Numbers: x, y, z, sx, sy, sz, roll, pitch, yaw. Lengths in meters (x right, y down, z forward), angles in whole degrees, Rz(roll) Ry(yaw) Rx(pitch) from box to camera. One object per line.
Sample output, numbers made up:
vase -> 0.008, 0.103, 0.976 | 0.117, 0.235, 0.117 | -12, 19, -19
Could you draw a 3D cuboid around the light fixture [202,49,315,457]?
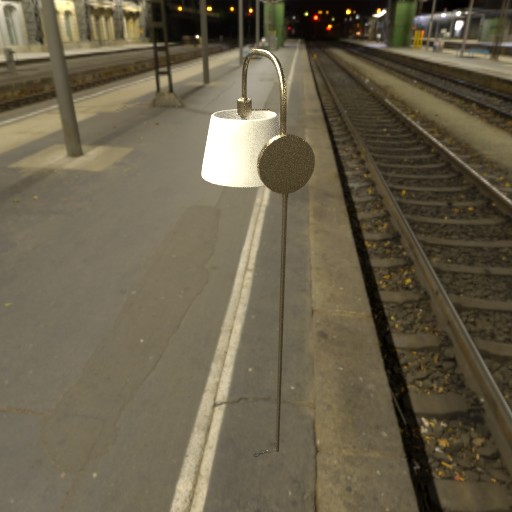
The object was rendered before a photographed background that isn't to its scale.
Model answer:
light fixture -> 0.000, 0.000, 0.471 | 0.092, 0.399, 0.176 | -7, 28, -14
